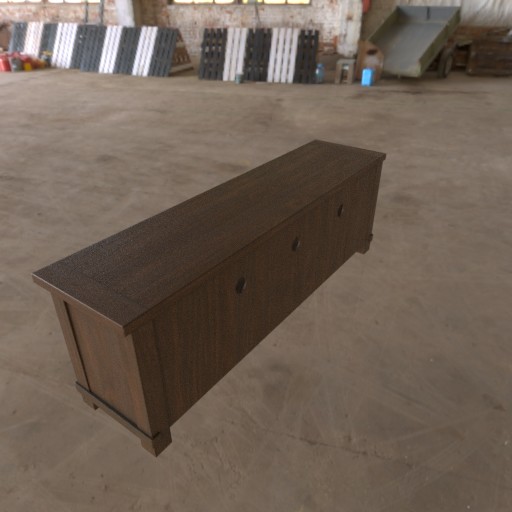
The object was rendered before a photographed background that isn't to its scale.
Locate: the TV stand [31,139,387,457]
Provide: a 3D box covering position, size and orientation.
[{"bbox_3d":[0.000,0.000,2.134,0.471,0.615,1.866,21,37,30],"label":"TV stand"}]
